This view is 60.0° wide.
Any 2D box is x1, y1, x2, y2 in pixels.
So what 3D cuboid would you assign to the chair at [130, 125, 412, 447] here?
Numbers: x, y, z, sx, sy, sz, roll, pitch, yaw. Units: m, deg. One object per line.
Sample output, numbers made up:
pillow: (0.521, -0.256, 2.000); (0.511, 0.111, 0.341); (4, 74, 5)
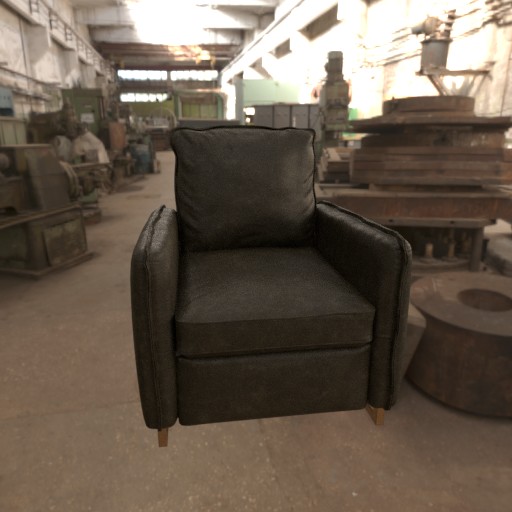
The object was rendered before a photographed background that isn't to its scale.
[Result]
chair: (0.000, 0.000, 1.628); (0.830, 0.921, 0.921); (-2, 17, -8)
